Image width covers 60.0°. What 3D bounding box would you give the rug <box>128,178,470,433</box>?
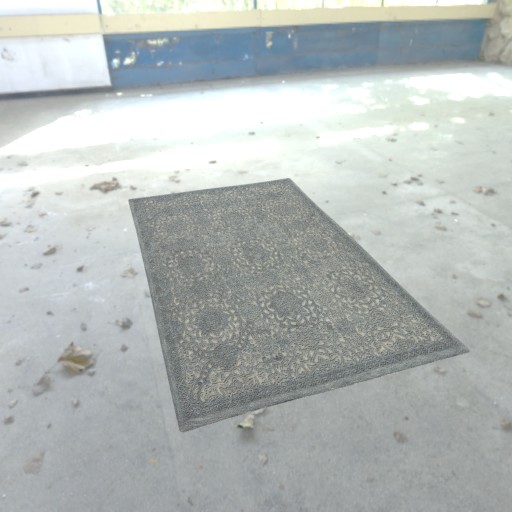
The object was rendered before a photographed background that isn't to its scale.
[{"bbox_3d":[0.000,0.000,3.113,1.535,0.022,2.498,-10,34,-16],"label":"rug"}]
